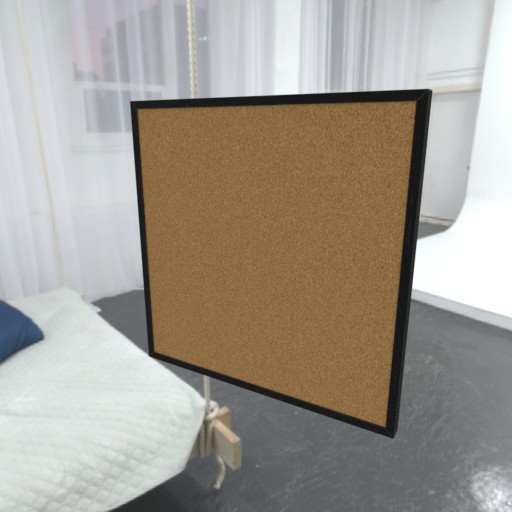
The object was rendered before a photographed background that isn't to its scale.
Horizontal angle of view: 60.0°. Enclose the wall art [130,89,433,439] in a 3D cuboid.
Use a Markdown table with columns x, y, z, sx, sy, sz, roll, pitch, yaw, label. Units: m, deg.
| x | y | z | sx | sy | sz | roll | pitch | yaw | label |
| --- | --- | --- | --- | --- | --- | --- | --- | --- | --- |
| 0.000 | 0.000 | 1.121 | 0.761 | 0.761 | 0.037 | 9 | 18 | 29 | wall art |
